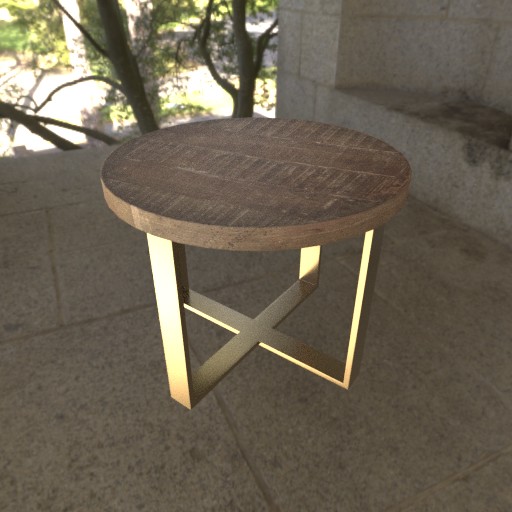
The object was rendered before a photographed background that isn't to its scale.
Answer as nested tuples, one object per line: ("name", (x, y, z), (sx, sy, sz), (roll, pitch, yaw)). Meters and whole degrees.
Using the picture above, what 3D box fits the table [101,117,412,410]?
("table", (0.000, 0.000, 0.943), (0.557, 0.437, 0.557), (0, 32, 0))
